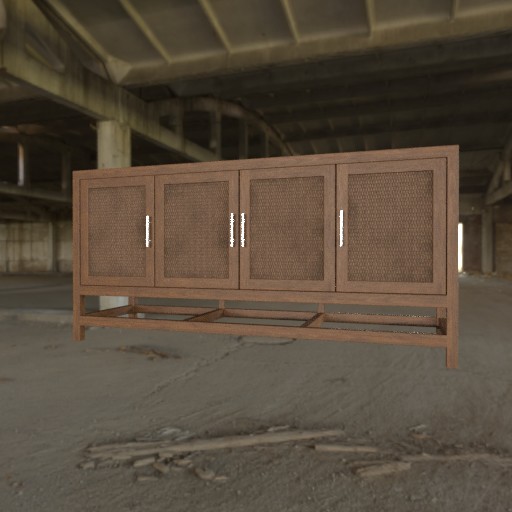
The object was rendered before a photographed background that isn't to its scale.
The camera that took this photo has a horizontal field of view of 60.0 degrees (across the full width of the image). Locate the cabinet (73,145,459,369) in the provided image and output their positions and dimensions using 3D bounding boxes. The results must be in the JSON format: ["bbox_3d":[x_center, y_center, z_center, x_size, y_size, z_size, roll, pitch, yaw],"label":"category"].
[{"bbox_3d":[0.000,0.000,2.107,1.708,0.820,0.522,0,0,18],"label":"cabinet"}]
